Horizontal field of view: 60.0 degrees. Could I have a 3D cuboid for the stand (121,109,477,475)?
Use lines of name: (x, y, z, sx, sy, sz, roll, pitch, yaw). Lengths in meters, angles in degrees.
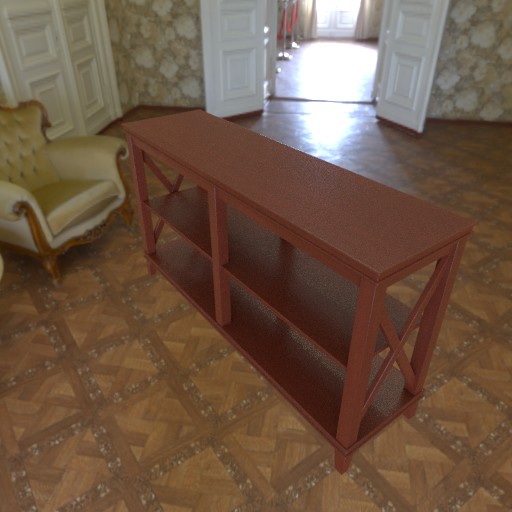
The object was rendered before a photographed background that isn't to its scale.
stand: (0.000, 0.000, 1.698, 0.381, 0.762, 1.372, -22, 39, -30)
